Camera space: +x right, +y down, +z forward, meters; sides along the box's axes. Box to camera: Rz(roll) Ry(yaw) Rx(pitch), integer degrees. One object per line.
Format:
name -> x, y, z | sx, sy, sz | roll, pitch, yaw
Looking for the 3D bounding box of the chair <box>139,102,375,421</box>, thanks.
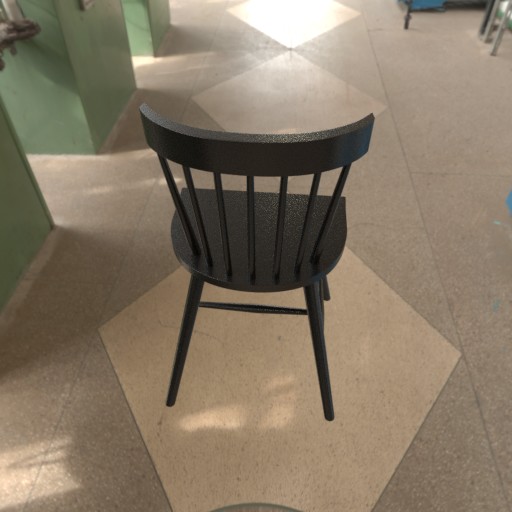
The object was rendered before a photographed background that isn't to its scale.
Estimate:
chair -> 0.000, 0.000, 1.181 | 0.506, 0.844, 0.483 | 4, 45, 4
